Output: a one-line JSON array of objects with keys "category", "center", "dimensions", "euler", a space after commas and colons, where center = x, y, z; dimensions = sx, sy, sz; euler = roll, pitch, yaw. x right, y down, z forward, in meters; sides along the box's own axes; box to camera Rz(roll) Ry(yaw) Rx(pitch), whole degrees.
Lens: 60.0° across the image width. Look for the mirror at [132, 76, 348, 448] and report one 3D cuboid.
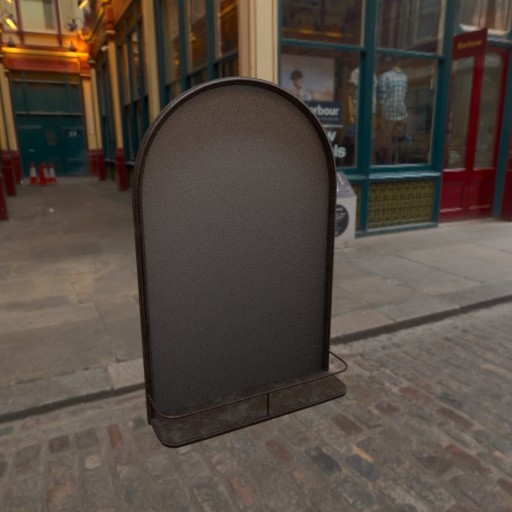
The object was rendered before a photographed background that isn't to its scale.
[{"category": "mirror", "center": [0.000, 0.000, 1.002], "dimensions": [0.510, 0.770, 0.137], "euler": [-7, 16, -26]}]
